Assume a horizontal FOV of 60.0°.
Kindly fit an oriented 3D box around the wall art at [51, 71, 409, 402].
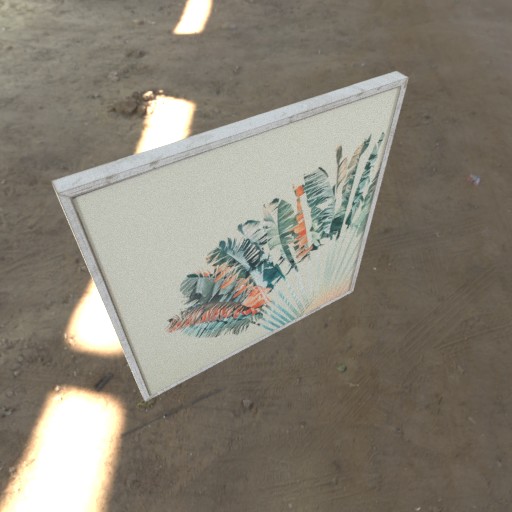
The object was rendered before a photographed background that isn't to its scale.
[{"bbox_3d":[0.000,0.000,1.124,0.760,0.757,0.038,-24,52,-21],"label":"wall art"}]
